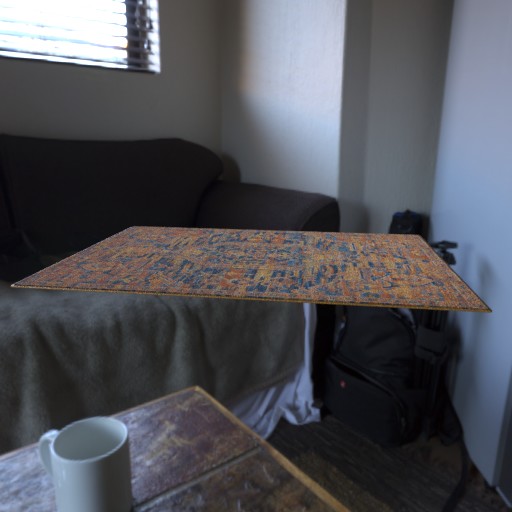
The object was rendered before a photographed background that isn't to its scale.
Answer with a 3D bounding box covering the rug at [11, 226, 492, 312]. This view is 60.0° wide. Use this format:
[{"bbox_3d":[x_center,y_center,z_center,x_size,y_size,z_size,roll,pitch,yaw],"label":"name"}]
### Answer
[{"bbox_3d":[0.000,0.000,2.141,1.758,0.013,1.148,2,16,8],"label":"rug"}]
